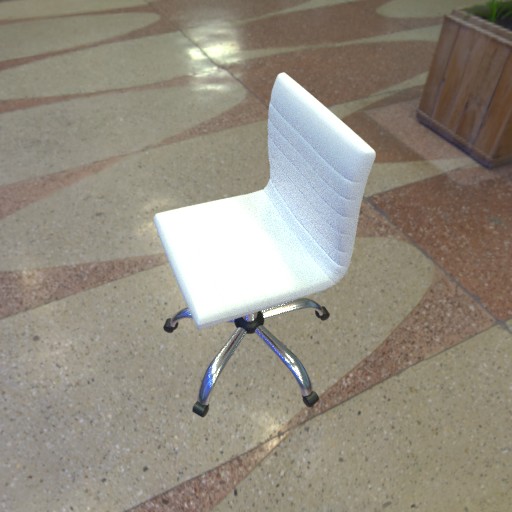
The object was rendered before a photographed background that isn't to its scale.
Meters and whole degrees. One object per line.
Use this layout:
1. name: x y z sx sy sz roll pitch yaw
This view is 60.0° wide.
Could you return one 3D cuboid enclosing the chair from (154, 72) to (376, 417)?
1. chair: 0.000 0.000 1.164 0.530 0.780 0.556 -17 47 -16
